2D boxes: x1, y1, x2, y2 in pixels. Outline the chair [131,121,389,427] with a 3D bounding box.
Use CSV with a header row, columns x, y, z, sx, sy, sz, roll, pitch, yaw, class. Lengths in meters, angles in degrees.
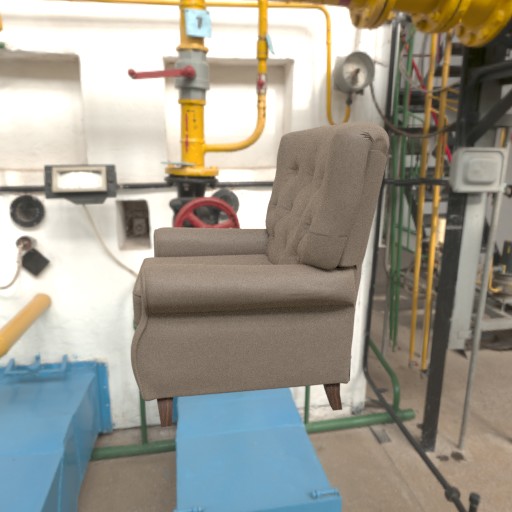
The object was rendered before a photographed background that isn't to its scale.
x,y,z,sx,sy,sz,roll,pitch,yaw,class
0.000,0.000,1.965,1.041,1.138,0.999,-2,14,-9,chair
